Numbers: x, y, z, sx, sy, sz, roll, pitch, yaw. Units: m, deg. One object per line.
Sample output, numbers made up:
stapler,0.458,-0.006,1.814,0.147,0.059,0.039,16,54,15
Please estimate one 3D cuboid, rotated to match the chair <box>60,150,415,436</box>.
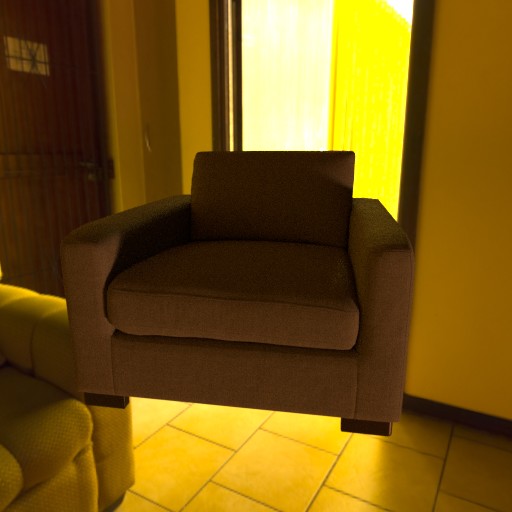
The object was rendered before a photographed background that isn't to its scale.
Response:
chair,0.000,0.000,1.820,1.070,0.847,1.100,2,13,10
